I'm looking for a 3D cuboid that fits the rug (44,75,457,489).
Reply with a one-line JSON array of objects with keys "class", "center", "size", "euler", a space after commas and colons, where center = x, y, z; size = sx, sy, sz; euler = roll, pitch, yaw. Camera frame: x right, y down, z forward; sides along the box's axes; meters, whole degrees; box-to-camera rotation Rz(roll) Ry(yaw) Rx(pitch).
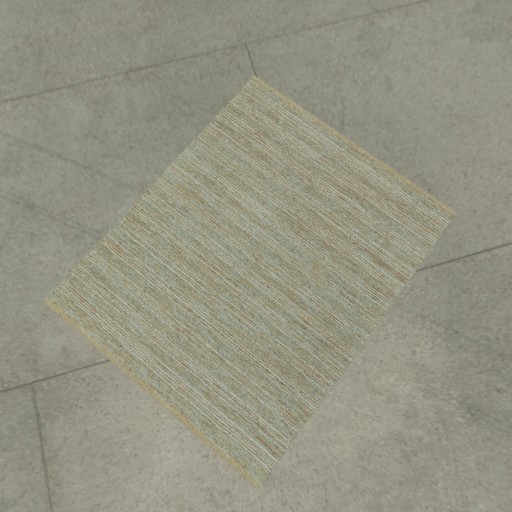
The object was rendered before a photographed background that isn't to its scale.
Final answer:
[{"class": "rug", "center": [0.000, 0.000, 4.086], "size": [2.471, 0.012, 3.034], "euler": [37, 78, 10]}]
